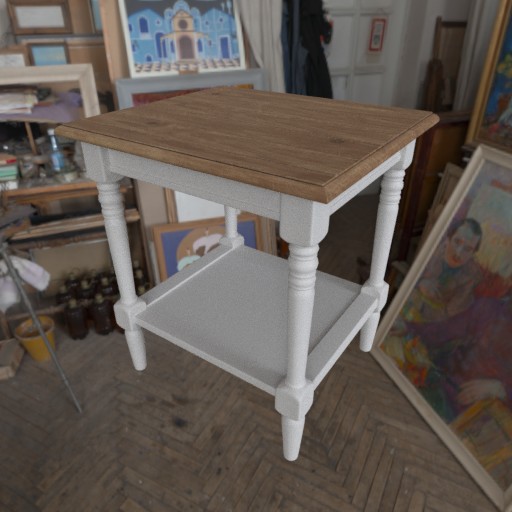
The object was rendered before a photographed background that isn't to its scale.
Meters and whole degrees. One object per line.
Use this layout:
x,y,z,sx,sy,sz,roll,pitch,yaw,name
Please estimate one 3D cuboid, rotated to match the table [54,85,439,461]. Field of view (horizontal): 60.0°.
0.000,0.000,0.915,0.508,0.561,0.457,19,36,29,table
